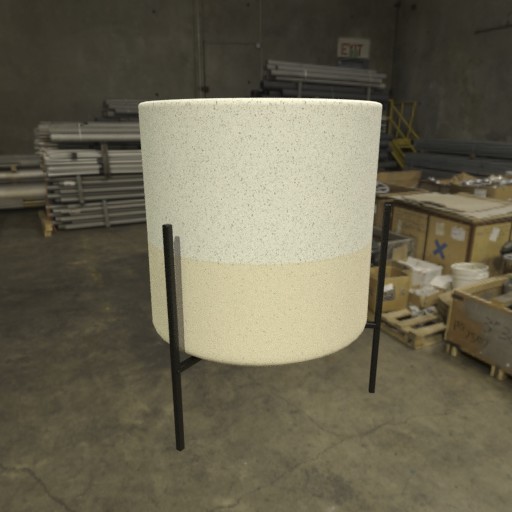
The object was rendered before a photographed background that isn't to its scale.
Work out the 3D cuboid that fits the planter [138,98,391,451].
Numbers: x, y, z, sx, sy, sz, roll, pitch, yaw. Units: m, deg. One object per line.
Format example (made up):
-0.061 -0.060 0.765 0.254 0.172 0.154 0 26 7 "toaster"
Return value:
0.000 0.000 0.650 0.313 0.423 0.335 -8 18 -24 "planter"
